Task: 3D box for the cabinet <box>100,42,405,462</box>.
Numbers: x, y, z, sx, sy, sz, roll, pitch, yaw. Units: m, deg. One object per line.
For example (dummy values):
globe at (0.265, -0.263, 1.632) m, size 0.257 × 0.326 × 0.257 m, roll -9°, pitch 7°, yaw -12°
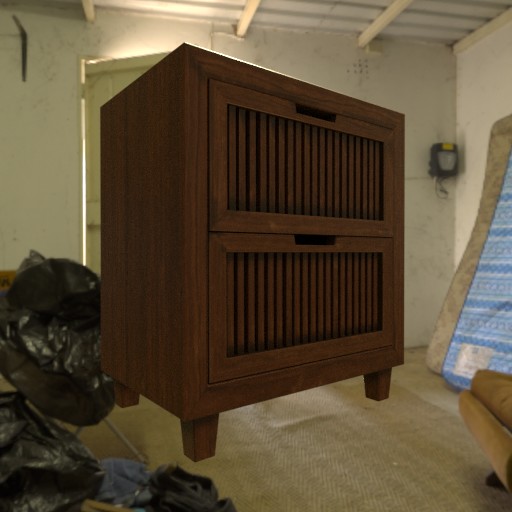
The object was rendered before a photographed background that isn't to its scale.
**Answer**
cabinet at (0.000, 0.000, 1.060) m, size 0.607 × 0.695 × 0.410 m, roll 0°, pitch 1°, yaw -38°
